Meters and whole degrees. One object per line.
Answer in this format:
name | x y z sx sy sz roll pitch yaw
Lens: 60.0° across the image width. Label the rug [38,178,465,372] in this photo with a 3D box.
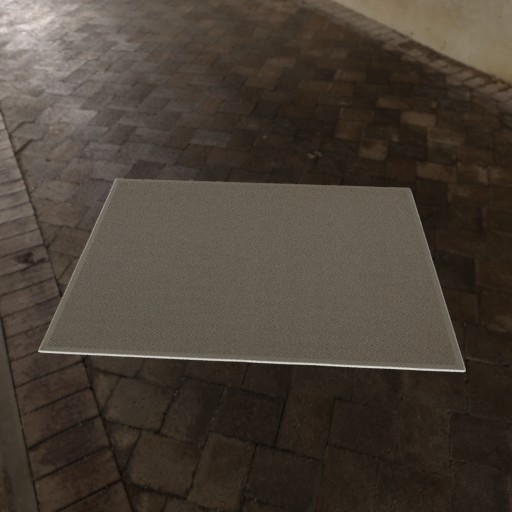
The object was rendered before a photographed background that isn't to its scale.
rug | 0.000 0.000 2.844 2.244 0.017 1.532 2 46 2
